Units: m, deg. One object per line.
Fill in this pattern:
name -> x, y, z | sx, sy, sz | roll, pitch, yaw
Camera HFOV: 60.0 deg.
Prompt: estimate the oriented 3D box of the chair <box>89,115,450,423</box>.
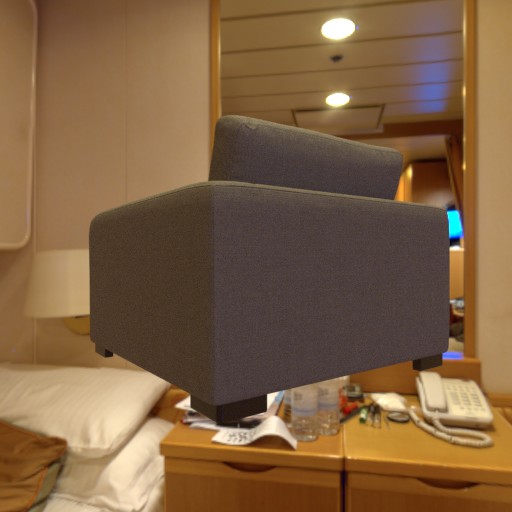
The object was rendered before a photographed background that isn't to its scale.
chair -> 0.000, 0.000, 1.842 | 1.070, 0.847, 1.100 | 0, 0, -36
